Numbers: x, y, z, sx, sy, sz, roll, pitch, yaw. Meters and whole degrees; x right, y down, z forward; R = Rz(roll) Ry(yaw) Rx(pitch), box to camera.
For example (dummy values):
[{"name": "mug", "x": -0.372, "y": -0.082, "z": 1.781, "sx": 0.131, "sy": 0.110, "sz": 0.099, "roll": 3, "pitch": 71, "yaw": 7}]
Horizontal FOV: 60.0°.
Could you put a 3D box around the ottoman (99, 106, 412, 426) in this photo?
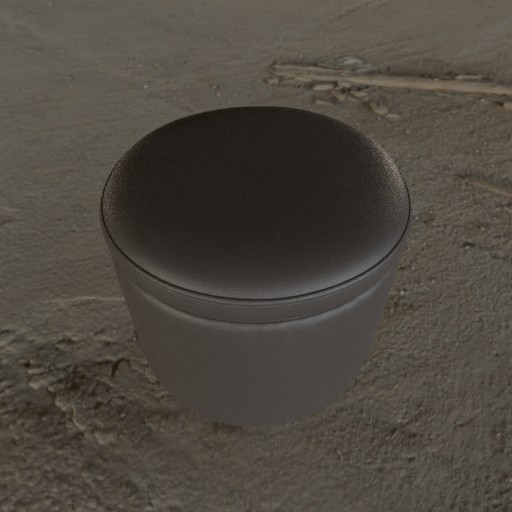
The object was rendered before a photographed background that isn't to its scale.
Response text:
[{"name": "ottoman", "x": 0.000, "y": 0.000, "z": 0.839, "sx": 0.500, "sy": 0.409, "sz": 0.500, "roll": 0, "pitch": 46, "yaw": 0}]
